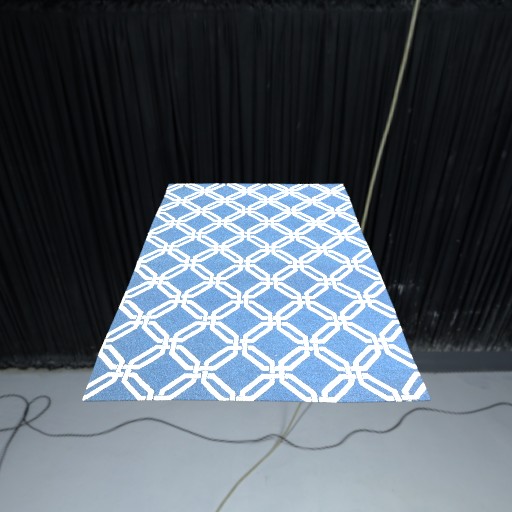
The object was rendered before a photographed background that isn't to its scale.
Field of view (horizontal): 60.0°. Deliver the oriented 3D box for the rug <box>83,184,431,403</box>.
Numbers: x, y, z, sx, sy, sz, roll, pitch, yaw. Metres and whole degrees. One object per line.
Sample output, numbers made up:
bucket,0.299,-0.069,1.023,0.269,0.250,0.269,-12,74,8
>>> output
rug,0.000,0.000,2.179,1.153,0.010,1.755,0,33,0
